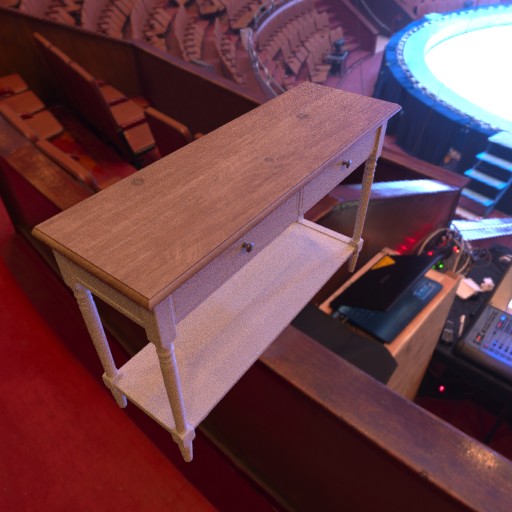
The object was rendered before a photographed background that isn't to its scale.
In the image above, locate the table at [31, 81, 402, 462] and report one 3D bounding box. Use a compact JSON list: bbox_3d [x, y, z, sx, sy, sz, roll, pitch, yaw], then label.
[{"bbox_3d":[0.000,0.000,1.567,0.399,0.800,1.219,26,47,27],"label":"table"}]
